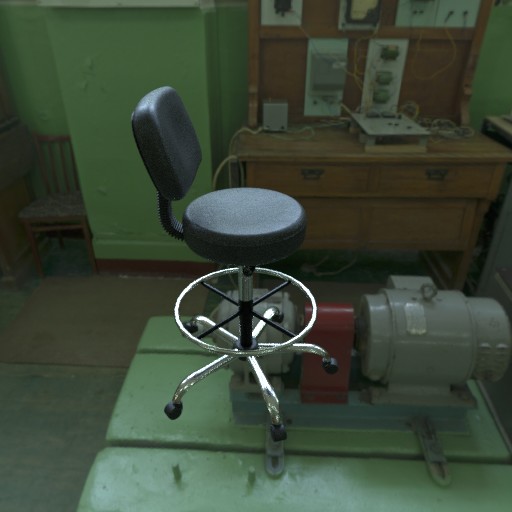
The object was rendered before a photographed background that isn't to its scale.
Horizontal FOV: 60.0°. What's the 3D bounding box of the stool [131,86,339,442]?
[{"bbox_3d":[0.000,0.000,1.517,0.658,1.069,0.694,0,30,1],"label":"stool"}]
